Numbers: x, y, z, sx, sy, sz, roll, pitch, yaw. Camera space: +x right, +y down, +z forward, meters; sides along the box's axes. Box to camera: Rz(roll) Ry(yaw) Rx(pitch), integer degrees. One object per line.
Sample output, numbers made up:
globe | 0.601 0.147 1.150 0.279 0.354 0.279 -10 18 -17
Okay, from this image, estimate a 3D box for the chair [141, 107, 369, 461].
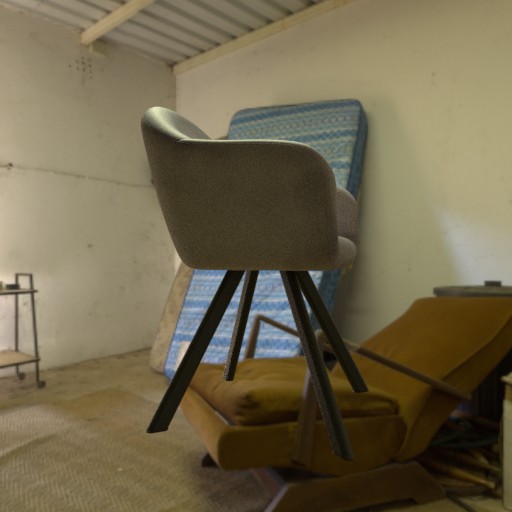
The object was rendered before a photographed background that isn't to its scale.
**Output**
chair | 0.000 0.000 1.149 0.540 0.780 0.570 0 0 18
